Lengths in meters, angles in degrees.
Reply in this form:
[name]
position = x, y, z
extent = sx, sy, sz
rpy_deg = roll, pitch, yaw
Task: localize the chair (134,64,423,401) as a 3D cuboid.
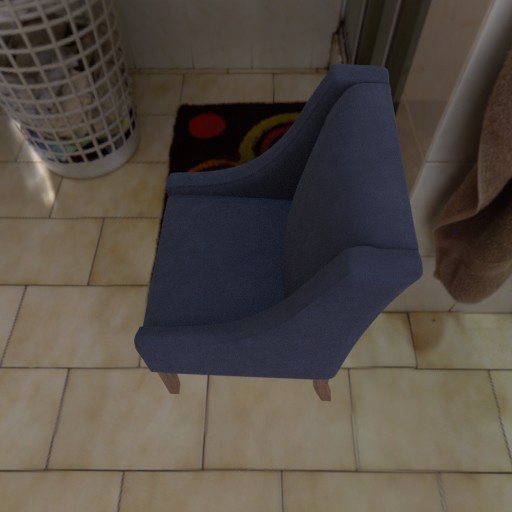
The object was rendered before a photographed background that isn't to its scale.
[chair]
position = 0.000, 0.000, 1.320
extent = 0.629, 0.895, 0.629
rpy_deg = 2, 58, 1
